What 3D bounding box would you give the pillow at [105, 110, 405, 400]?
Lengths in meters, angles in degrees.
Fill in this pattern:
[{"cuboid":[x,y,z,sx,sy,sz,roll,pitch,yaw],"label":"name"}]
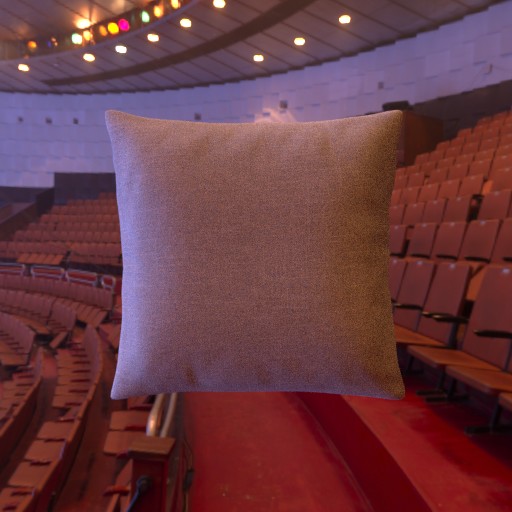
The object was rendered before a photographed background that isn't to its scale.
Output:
[{"cuboid":[0.000,0.000,0.775,0.523,0.506,0.166,0,0,0],"label":"pillow"}]
